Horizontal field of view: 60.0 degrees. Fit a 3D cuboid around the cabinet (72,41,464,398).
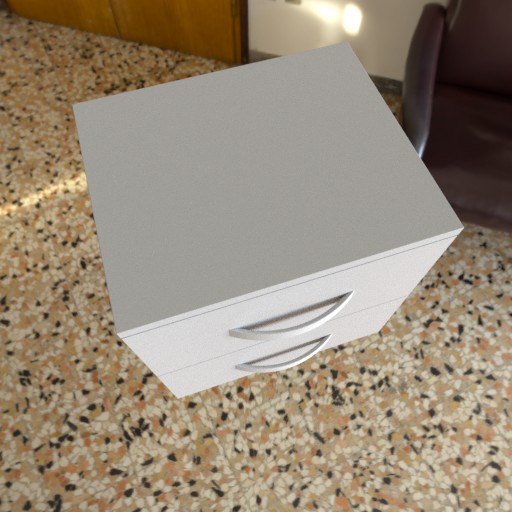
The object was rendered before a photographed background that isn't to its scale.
[{"bbox_3d":[0.000,0.000,0.754,0.400,0.470,0.360,-16,64,-8],"label":"cabinet"}]
